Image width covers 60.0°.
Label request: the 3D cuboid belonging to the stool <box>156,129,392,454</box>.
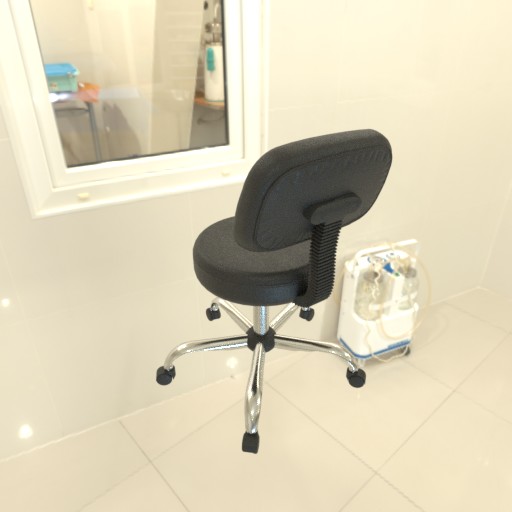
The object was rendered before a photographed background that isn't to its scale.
[{"bbox_3d":[0.000,0.000,1.355,0.673,0.862,0.648,-19,35,-30],"label":"stool"}]
